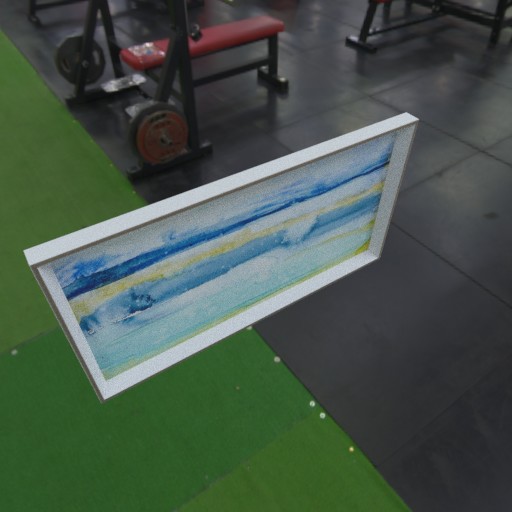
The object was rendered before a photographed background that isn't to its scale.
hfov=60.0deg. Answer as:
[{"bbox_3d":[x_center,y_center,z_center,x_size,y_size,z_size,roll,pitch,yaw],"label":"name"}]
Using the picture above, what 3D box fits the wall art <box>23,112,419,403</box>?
[{"bbox_3d":[0.000,0.000,0.967,0.812,0.431,0.038,-24,50,-22],"label":"wall art"}]
